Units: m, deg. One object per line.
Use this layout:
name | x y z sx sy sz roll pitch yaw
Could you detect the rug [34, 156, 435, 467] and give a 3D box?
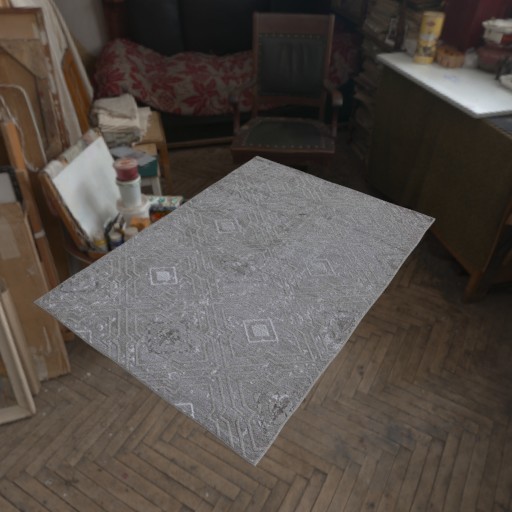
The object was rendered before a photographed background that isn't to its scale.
rug | 0.000 0.000 4.401 2.448 0.020 3.359 26 47 27
